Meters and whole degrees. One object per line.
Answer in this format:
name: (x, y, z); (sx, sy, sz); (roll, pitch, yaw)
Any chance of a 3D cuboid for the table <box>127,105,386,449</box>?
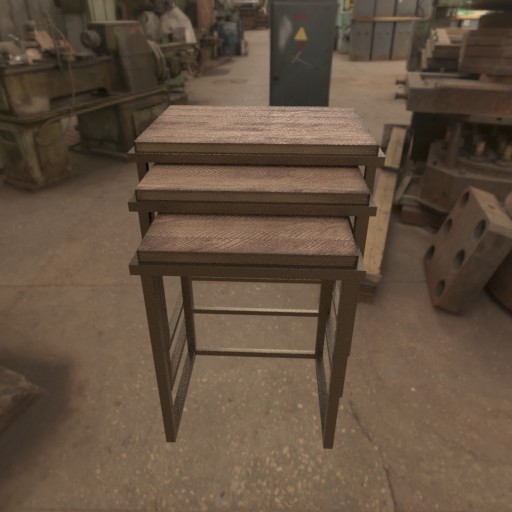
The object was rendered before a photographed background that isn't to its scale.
table: (0.000, 0.000, 1.145); (0.559, 0.610, 0.706); (1, 30, 2)
